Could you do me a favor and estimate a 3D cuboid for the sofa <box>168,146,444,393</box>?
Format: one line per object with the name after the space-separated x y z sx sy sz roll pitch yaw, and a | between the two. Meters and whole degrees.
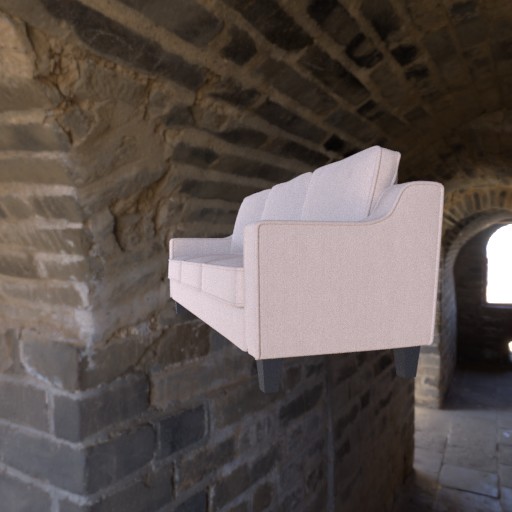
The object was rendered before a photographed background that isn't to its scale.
0.000 0.000 2.551 0.791 0.902 2.131 0 1 -18 | sofa
